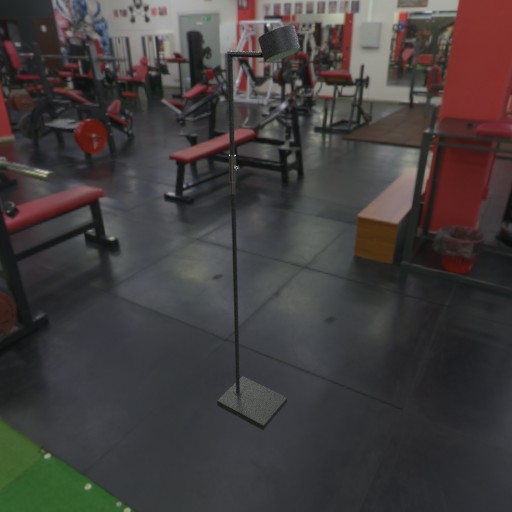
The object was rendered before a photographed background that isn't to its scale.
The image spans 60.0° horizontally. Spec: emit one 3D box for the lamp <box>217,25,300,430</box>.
[{"bbox_3d":[0.000,0.000,1.734,0.304,1.600,0.203,17,32,30],"label":"lamp"}]
